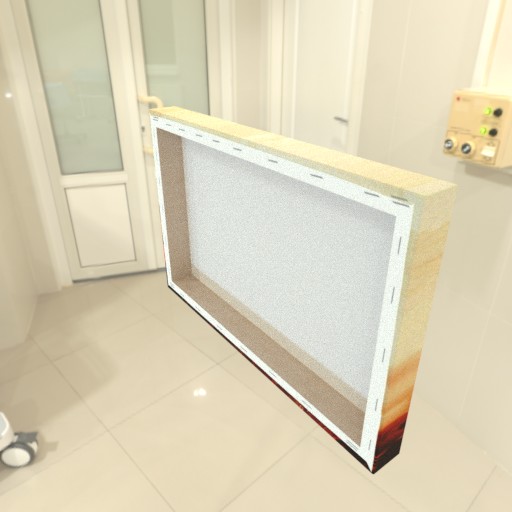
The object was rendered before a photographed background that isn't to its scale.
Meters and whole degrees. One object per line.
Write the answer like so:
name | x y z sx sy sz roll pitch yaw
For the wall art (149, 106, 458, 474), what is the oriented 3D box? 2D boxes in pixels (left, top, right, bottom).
wall art | 0.000 0.000 0.466 0.037 0.251 0.383 -19 33 -32
